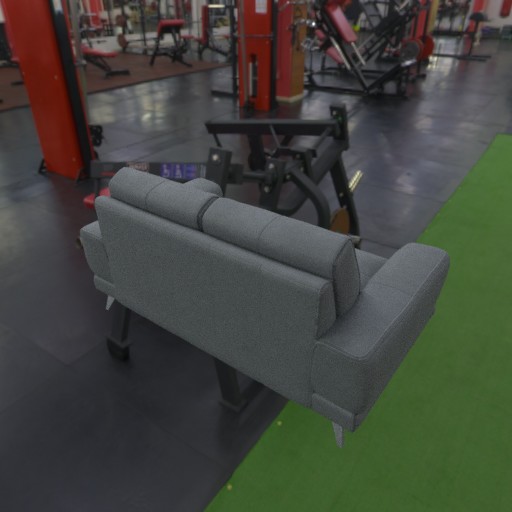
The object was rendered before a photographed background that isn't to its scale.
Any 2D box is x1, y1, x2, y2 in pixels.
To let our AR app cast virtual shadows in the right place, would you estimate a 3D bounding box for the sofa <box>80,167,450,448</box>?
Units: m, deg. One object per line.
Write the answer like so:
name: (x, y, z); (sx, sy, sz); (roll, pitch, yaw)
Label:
sofa: (0.000, 0.000, 2.428); (1.806, 0.907, 1.018); (21, 37, 31)
